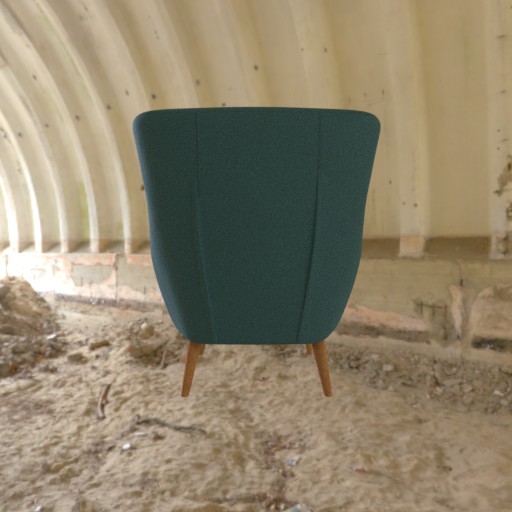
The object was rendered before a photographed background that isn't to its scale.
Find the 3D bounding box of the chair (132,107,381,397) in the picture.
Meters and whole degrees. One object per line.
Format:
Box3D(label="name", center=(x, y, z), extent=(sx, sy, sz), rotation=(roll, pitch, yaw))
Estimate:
Box3D(label="chair", center=(0.000, 0.000, 1.658), extent=(0.890, 0.889, 0.889), rotation=(0, 1, 0))
